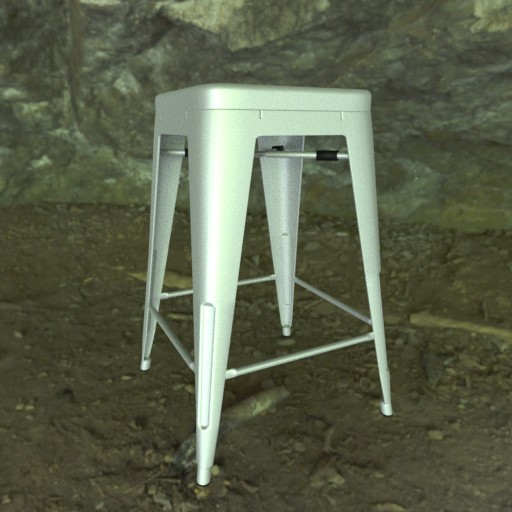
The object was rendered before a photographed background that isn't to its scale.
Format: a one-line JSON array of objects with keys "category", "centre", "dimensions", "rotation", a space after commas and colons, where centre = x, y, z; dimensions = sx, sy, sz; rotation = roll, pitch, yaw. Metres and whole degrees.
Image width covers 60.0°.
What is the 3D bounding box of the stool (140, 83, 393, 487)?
[{"category": "stool", "centre": [0.000, 0.000, 0.877], "dimensions": [0.410, 0.608, 0.410], "rotation": [-8, 18, -26]}]
